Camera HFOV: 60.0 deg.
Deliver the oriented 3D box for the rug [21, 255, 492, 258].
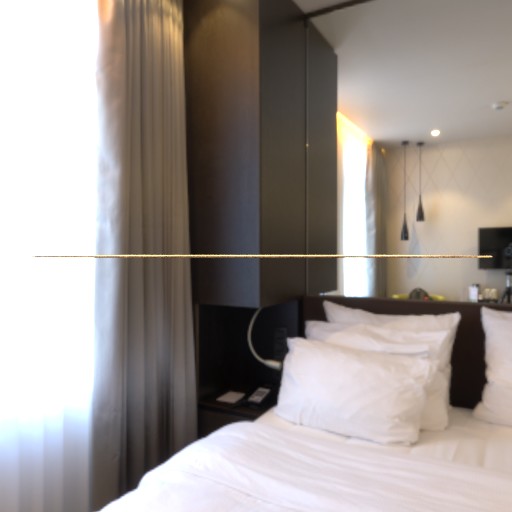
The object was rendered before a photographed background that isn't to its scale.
[{"bbox_3d":[0.000,0.000,4.266,3.422,0.015,2.143,0,0,0],"label":"rug"}]
